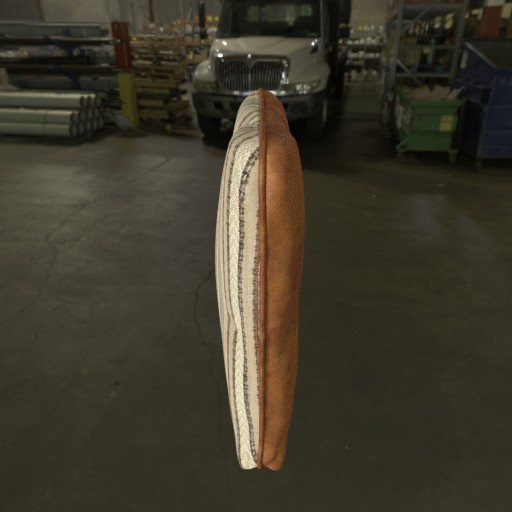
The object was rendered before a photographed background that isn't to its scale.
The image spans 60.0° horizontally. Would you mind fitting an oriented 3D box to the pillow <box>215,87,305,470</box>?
[{"bbox_3d":[0.000,0.000,0.740,0.130,0.490,0.489,0,27,0],"label":"pillow"}]
